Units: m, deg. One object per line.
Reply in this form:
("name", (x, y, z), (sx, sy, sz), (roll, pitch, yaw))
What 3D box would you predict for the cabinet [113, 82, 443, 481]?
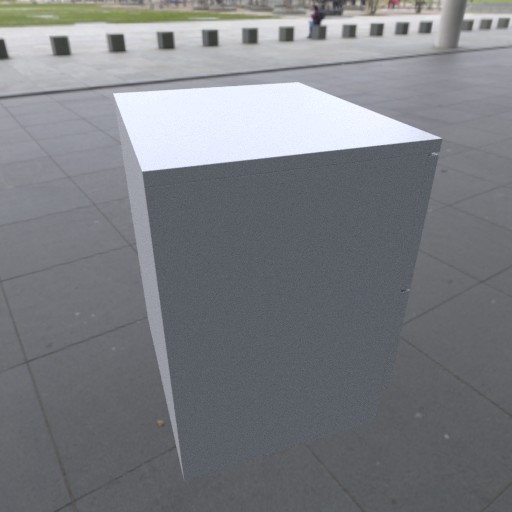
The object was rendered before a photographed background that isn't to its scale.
("cabinet", (0.000, 0.000, 0.738), (0.360, 0.470, 0.400), (-10, 32, -16))
